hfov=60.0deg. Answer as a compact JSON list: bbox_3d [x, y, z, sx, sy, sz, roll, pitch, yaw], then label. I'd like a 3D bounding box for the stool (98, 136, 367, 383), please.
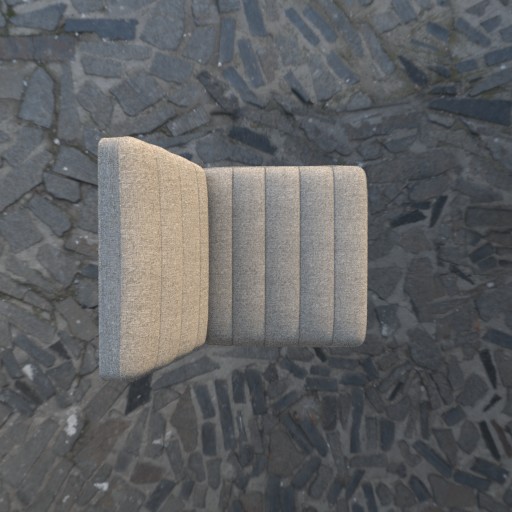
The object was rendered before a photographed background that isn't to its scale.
[{"bbox_3d":[0.000,0.000,1.250,0.560,0.940,0.460,0,91,0],"label":"stool"}]
